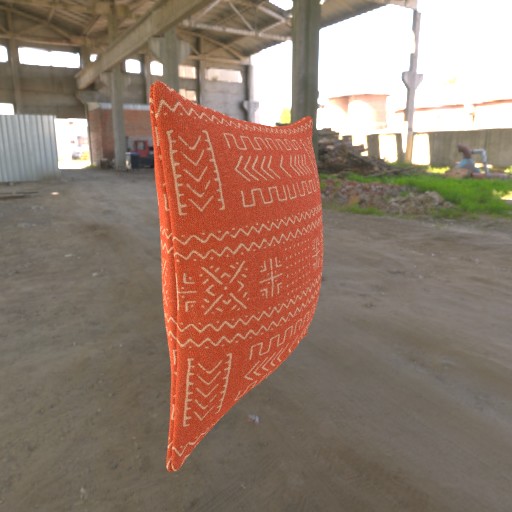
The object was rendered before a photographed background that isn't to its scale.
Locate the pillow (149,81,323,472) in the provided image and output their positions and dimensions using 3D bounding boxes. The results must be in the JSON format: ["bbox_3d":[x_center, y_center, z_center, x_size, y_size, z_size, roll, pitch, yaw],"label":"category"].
[{"bbox_3d":[0.000,0.000,0.653,0.164,0.429,0.438,7,15,26],"label":"pillow"}]
